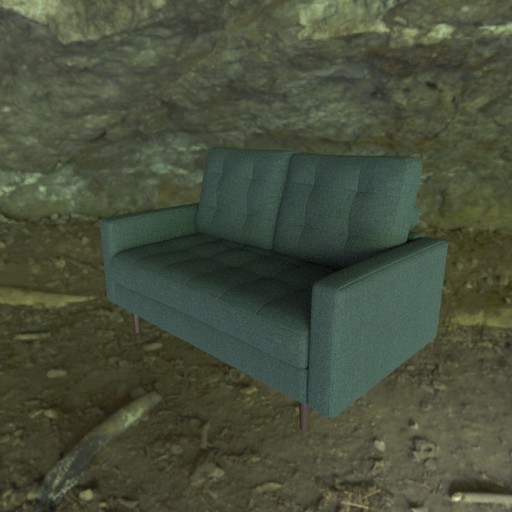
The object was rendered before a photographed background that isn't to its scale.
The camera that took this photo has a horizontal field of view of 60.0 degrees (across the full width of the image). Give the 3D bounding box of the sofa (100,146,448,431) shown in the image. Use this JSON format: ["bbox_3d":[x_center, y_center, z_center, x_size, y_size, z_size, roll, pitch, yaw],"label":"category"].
[{"bbox_3d":[0.000,0.000,2.004,1.407,0.907,0.842,15,22,42],"label":"sofa"}]
